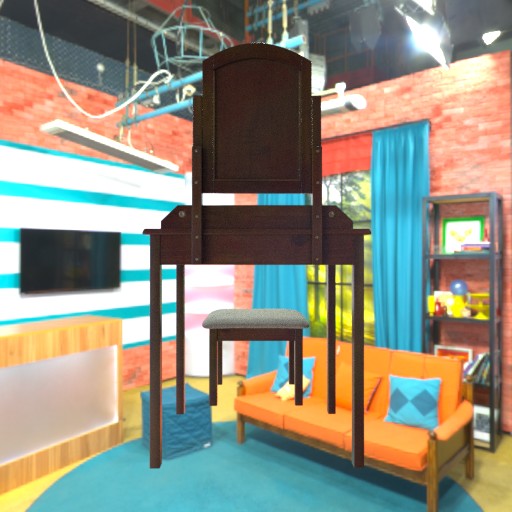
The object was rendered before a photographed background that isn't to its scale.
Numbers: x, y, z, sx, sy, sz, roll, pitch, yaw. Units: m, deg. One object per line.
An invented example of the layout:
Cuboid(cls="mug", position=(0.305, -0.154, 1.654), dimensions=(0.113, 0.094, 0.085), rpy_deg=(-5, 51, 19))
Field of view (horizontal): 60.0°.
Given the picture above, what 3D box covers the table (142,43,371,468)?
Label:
Cuboid(cls="table", position=(0.000, 0.000, 2.275), dimensions=(0.876, 1.631, 1.211), rpy_deg=(0, 0, 0))
